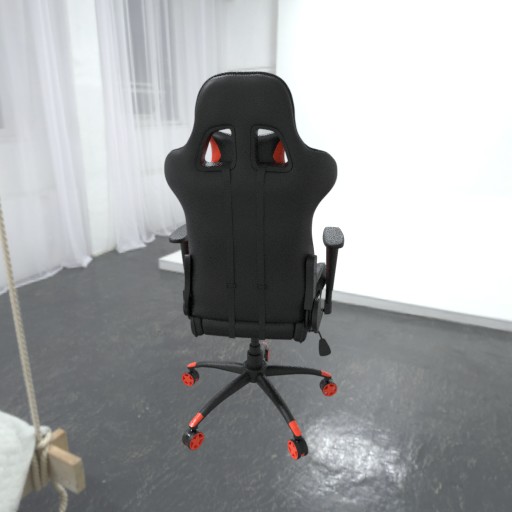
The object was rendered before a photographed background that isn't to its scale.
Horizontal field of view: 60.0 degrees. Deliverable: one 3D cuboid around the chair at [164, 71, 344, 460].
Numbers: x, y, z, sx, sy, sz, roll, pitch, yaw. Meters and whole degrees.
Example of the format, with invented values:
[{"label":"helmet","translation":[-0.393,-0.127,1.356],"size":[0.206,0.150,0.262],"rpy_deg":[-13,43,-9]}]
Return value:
[{"label":"chair","translation":[0.000,0.000,1.730],"size":[0.695,1.282,0.730],"rpy_deg":[2,17,7]}]
